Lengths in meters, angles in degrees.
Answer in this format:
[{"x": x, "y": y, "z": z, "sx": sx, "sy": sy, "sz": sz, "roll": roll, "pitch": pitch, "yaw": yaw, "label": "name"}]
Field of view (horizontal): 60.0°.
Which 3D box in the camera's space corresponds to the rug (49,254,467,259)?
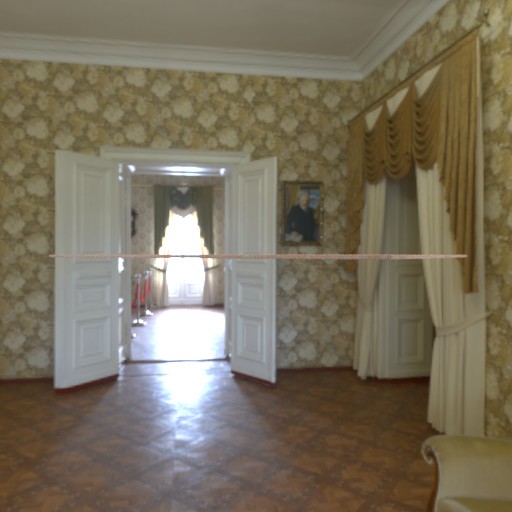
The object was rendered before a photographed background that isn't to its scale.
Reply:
[{"x": 0.000, "y": 0.000, "z": 2.327, "sx": 1.829, "sy": 0.014, "sz": 1.219, "roll": 0, "pitch": 0, "yaw": 35, "label": "rug"}]
